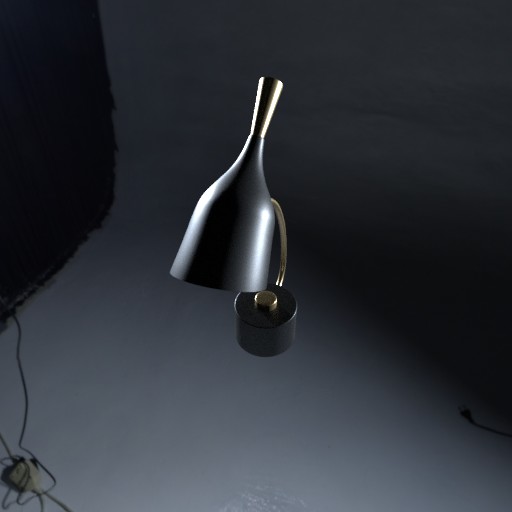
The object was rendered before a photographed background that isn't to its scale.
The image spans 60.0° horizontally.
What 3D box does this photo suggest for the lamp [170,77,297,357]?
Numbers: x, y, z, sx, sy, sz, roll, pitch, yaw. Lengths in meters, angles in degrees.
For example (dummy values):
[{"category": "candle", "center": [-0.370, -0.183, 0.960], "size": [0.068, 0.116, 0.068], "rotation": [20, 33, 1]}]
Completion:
[{"category": "lamp", "center": [0.000, 0.000, 0.628], "size": [0.110, 0.464, 0.352], "rotation": [12, 42, 14]}]
